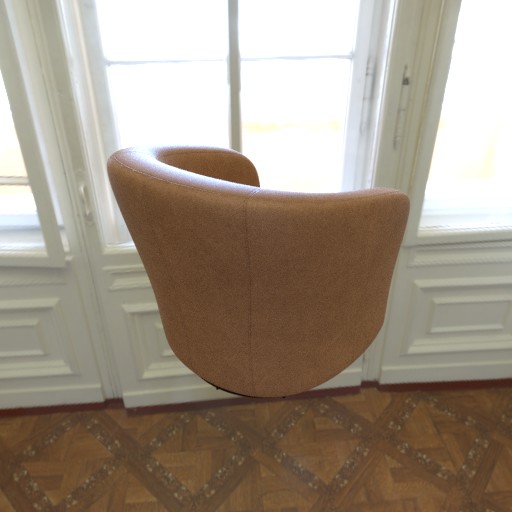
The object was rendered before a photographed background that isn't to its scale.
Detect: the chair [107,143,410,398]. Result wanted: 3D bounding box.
[{"bbox_3d":[0.000,0.000,1.470,0.791,0.771,0.815,22,37,33],"label":"chair"}]
